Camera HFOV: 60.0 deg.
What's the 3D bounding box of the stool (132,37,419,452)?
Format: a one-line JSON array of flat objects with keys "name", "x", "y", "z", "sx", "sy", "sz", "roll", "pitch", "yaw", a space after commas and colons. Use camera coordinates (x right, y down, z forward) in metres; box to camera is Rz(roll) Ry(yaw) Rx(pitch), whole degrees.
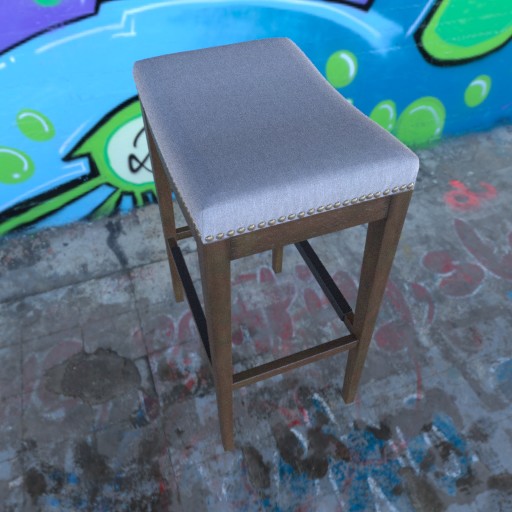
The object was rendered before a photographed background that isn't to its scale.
[{"name": "stool", "x": 0.000, "y": 0.000, "z": 1.005, "sx": 0.356, "sy": 0.762, "sz": 0.508, "roll": -16, "pitch": 49, "yaw": -14}]
